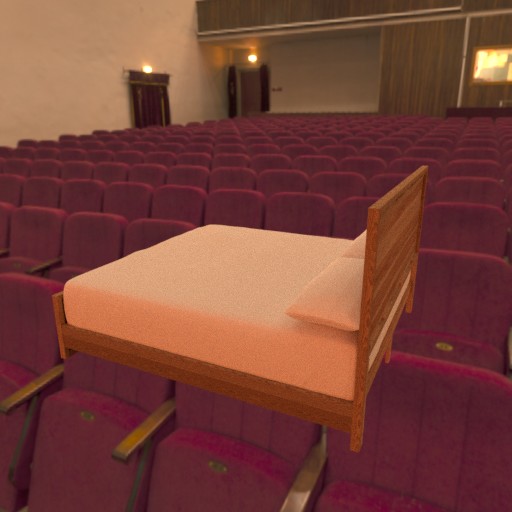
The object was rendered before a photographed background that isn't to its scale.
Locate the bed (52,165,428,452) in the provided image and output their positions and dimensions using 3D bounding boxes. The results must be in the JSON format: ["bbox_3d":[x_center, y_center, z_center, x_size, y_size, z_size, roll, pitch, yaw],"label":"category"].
[{"bbox_3d":[0.000,0.000,3.447,2.184,1.295,2.013,8,19,25],"label":"bed"}]
